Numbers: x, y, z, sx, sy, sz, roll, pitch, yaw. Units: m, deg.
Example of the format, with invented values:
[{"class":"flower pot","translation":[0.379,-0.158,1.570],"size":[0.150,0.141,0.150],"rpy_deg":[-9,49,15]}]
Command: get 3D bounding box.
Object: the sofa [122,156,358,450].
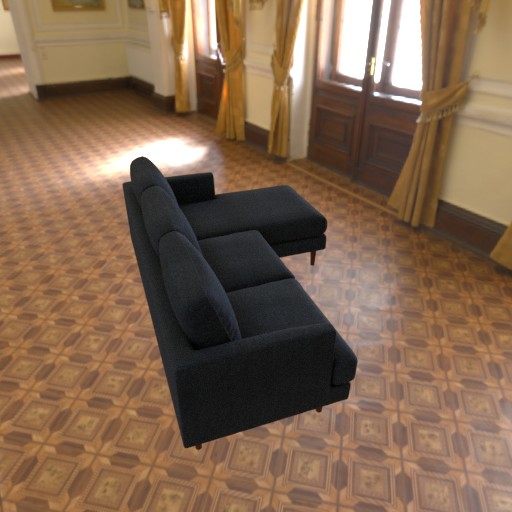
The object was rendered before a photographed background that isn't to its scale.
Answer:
[{"class":"sofa","translation":[0.000,0.000,3.022],"size":[1.504,0.956,2.233],"rpy_deg":[-11,32,-17]}]
